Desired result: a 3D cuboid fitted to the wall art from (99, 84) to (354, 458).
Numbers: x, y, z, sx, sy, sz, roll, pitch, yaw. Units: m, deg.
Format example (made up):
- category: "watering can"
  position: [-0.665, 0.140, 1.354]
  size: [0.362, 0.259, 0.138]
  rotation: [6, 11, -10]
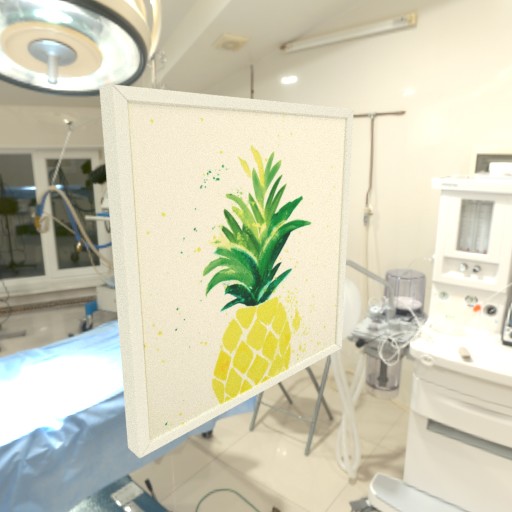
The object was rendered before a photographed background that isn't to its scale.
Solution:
- category: "wall art"
  position: [0.000, 0.000, 0.462]
  size: [0.020, 0.307, 0.307]
  rotation: [13, 19, 43]
